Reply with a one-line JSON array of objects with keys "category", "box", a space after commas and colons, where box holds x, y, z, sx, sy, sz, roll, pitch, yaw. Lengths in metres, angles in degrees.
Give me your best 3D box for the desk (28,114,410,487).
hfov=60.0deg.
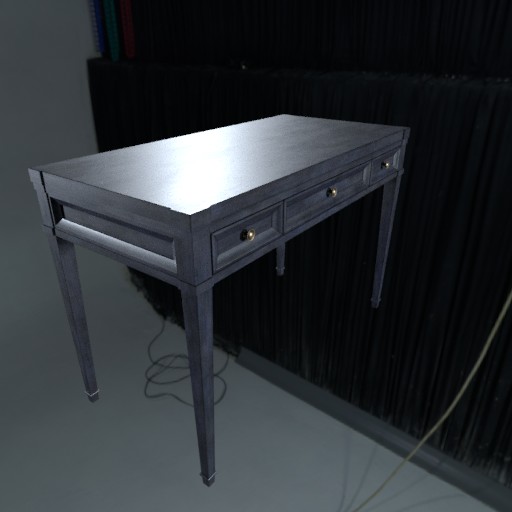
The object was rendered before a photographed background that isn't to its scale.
[{"category": "desk", "box": [0.000, 0.000, 1.720, 0.630, 0.861, 1.289, 18, 31, 33]}]
